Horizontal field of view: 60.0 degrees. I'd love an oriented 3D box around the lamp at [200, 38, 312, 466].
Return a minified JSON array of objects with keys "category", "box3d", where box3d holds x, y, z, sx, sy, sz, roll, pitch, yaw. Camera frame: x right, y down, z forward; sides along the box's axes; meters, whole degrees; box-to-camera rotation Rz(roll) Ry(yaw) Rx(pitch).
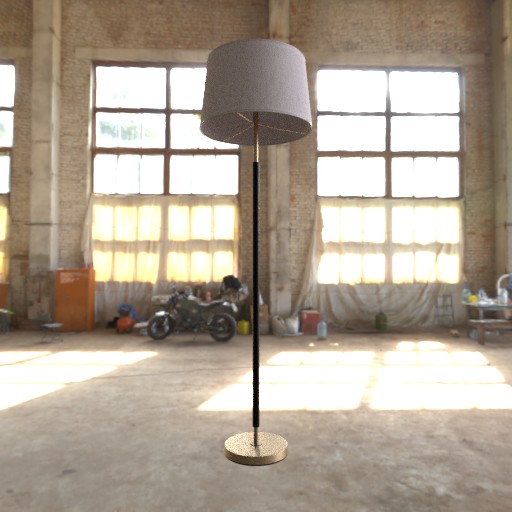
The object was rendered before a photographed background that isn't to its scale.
[{"category":"lamp","box3d":[0.000,0.000,1.652,0.420,1.447,0.420,0,-1,0]}]
